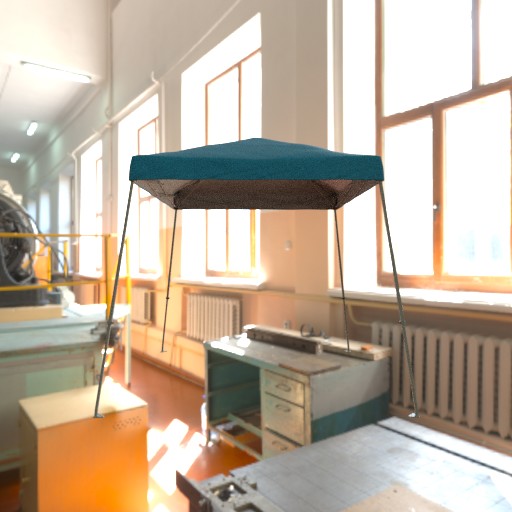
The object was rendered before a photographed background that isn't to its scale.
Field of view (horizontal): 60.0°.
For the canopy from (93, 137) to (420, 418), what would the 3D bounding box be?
[{"bbox_3d":[0.000,0.000,5.300,2.848,2.849,2.849,0,-1,0],"label":"canopy"}]
